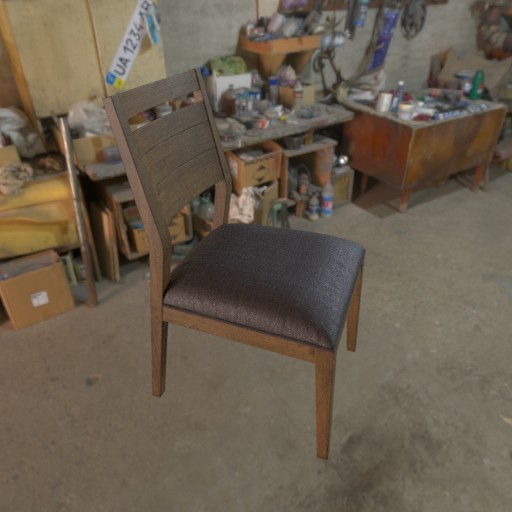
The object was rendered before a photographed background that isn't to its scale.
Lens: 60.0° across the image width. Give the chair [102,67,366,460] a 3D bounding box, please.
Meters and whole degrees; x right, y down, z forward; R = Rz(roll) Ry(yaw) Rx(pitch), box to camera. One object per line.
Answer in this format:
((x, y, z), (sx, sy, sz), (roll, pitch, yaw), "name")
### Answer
((0.000, 0.000, 1.291), (0.610, 0.939, 0.501), (11, 33, 17), "chair")
